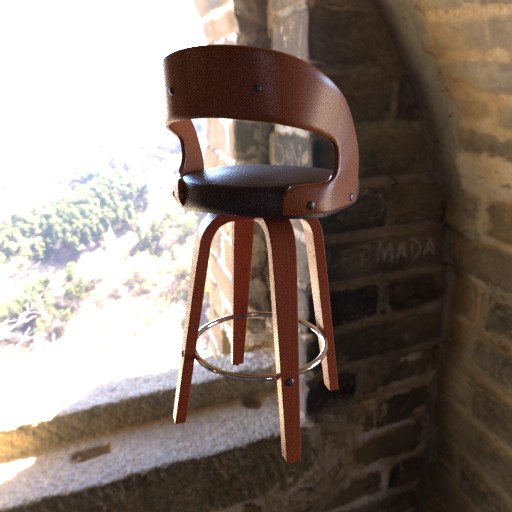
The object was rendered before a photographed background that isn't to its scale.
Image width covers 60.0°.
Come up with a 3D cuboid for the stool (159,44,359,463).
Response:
[{"bbox_3d":[0.000,0.000,1.150,0.457,0.940,0.457,8,19,25],"label":"stool"}]
